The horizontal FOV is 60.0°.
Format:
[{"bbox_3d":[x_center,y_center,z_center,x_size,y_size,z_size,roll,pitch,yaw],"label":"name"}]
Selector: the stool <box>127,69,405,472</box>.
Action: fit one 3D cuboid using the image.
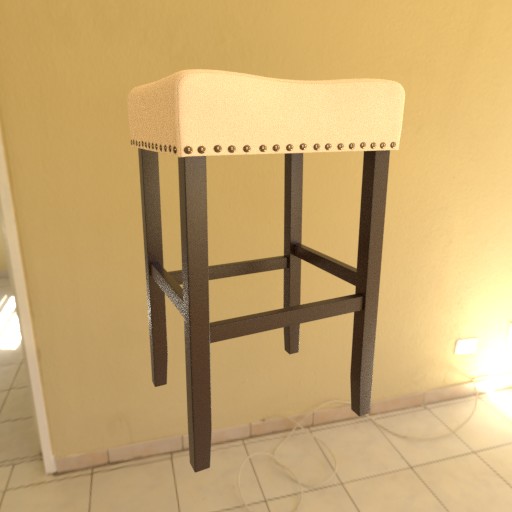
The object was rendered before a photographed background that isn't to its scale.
[{"bbox_3d":[0.000,0.000,1.041,0.471,0.762,0.401,-8,18,-25],"label":"stool"}]
